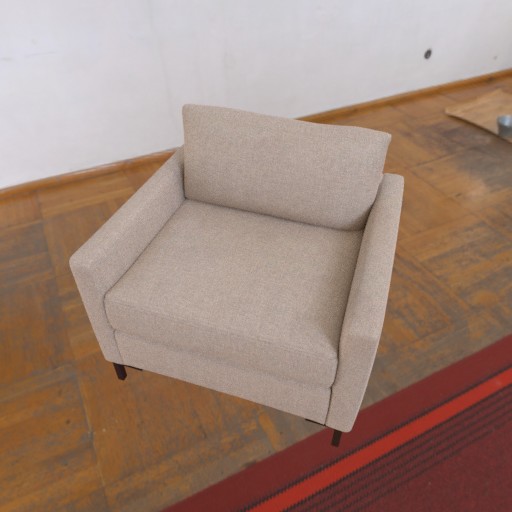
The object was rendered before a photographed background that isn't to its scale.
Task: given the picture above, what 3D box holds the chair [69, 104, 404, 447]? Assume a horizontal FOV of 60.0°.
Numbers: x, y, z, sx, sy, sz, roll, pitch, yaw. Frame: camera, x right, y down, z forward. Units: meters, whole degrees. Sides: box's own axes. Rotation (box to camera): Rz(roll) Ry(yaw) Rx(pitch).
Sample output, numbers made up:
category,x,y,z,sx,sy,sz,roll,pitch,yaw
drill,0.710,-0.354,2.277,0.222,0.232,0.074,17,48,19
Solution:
category,x,y,z,sx,sy,sz,roll,pitch,yaw
chair,0.000,0.000,1.647,0.963,0.861,0.866,12,42,14
